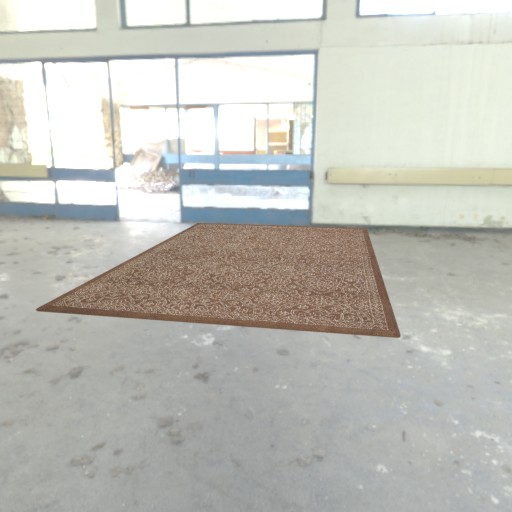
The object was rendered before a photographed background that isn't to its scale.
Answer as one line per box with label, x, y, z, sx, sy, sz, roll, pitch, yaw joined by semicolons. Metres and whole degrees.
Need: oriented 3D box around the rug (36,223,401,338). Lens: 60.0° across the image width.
rug;0.000;0.000;2.299;1.219;0.010;1.829;3;14;10
